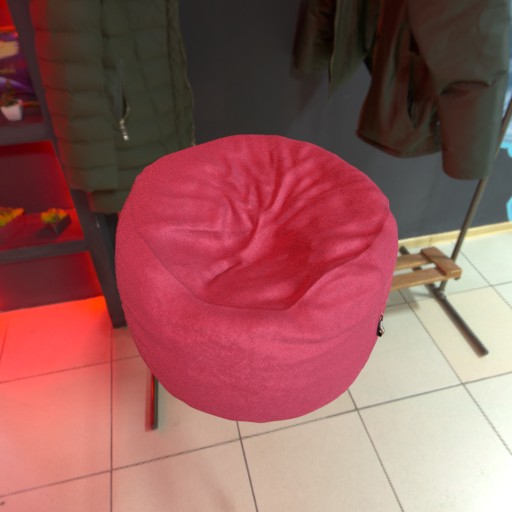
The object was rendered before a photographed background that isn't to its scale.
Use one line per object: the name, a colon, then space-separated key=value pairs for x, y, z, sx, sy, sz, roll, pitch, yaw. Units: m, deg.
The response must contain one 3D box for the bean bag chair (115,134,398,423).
bean bag chair: x=0.000 y=0.000 z=1.982 sx=1.218 sy=0.788 sz=1.218 roll=0 pitch=42 yaw=0
